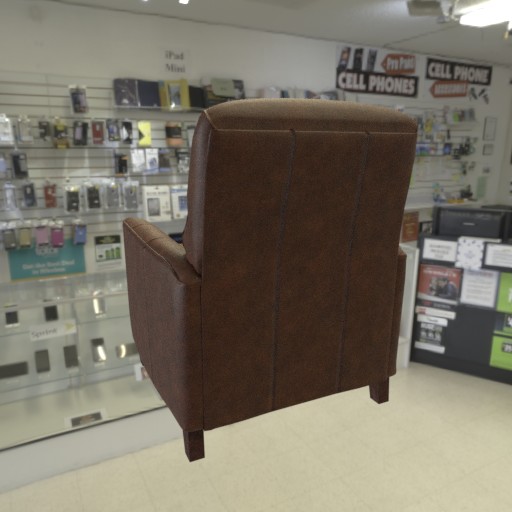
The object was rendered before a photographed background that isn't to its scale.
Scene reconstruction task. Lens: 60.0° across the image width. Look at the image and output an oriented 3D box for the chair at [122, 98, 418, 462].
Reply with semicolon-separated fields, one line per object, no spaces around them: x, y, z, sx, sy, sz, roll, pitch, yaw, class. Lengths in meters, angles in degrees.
0.000;0.000;1.610;0.839;1.010;0.850;-6;15;-25;chair
